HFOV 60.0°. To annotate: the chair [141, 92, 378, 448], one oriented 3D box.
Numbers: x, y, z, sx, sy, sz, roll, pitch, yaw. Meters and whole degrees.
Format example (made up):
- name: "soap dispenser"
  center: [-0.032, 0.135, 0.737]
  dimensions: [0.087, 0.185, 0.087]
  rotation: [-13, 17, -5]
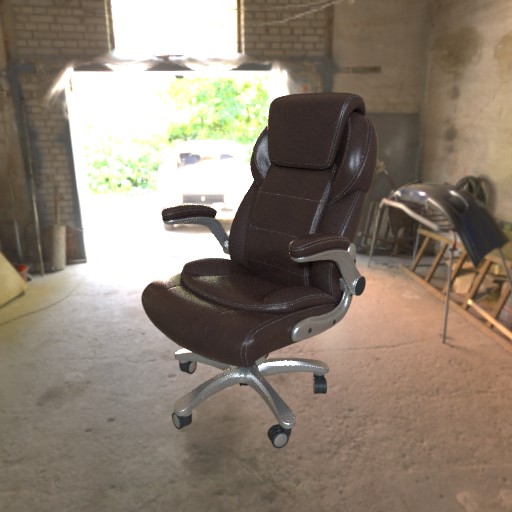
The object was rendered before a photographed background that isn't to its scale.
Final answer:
- name: "chair"
  center: [0.000, 0.000, 1.650]
  dimensions: [0.774, 1.160, 0.733]
  rotation: [-17, 24, -42]
